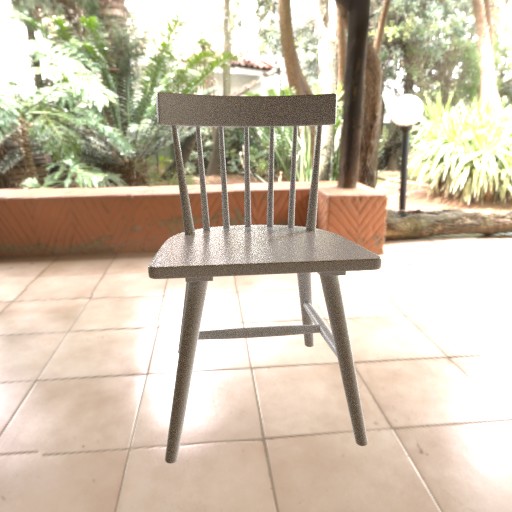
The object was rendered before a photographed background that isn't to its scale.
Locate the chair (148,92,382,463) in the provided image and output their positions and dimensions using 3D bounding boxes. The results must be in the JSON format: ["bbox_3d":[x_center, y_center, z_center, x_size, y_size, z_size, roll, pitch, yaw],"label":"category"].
[{"bbox_3d":[0.000,0.000,1.115,0.483,0.787,0.500,-2,17,-7],"label":"chair"}]
